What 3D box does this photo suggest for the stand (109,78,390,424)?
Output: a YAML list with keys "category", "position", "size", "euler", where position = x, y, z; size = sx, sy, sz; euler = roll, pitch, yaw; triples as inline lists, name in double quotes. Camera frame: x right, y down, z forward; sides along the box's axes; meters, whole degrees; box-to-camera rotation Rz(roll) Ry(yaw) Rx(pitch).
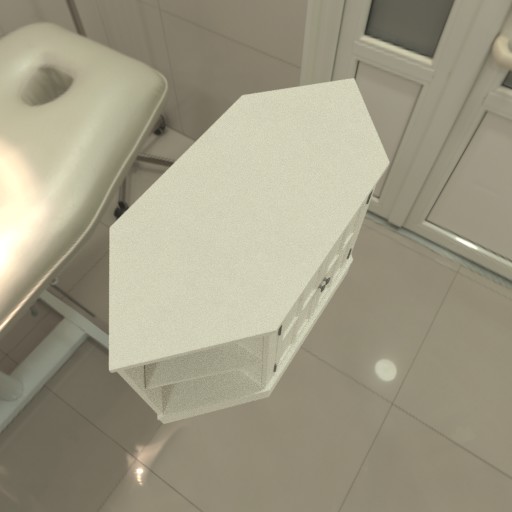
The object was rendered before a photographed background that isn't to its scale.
- category: "stand"
  position: [0.000, 0.000, 1.380]
  size: [0.477, 0.614, 1.072]
  euler: [30, 64, 16]
